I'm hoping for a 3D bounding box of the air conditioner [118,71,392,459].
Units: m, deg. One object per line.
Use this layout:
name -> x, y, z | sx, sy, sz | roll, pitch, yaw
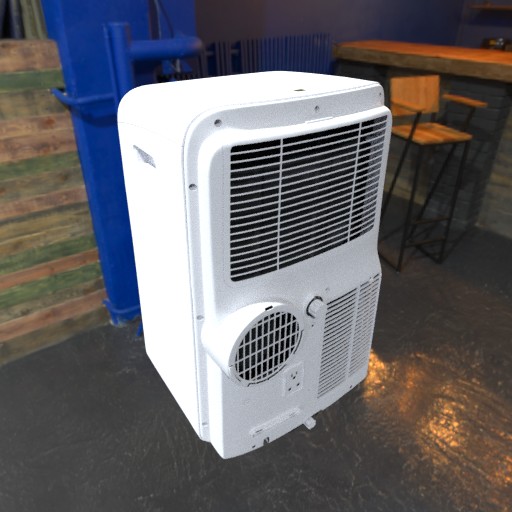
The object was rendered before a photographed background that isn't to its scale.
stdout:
air conditioner -> 0.000, 0.000, 1.022 | 0.478, 0.765, 0.467 | -20, 36, -30
